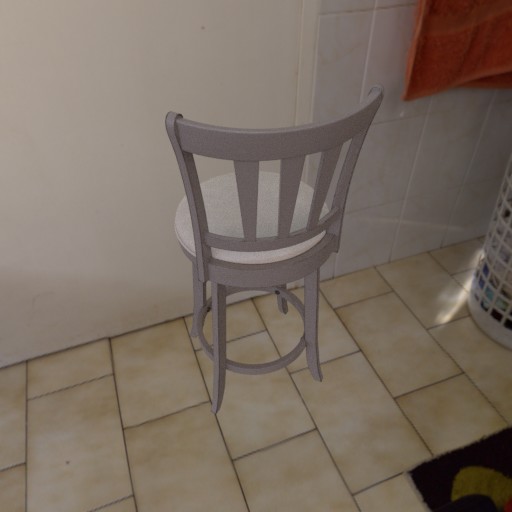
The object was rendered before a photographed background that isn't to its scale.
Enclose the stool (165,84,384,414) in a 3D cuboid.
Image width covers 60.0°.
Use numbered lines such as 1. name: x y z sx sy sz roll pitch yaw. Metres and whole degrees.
1. stool: 0.000 0.000 1.261 0.436 1.023 0.475 -13 43 -14
